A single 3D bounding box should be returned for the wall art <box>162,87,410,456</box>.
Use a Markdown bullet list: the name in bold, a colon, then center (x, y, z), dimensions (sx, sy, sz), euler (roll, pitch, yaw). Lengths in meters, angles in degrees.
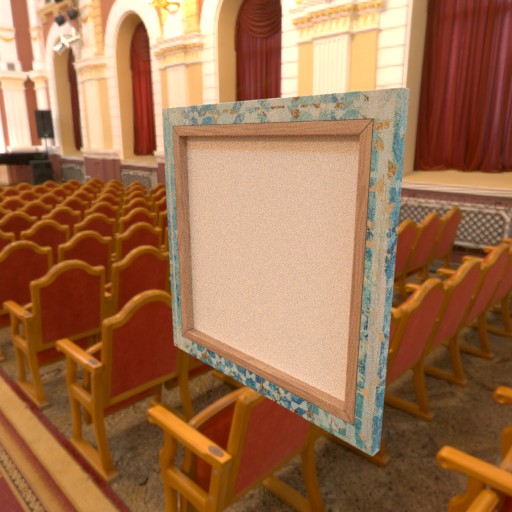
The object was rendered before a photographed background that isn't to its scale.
- **wall art**: center (0.000, 0.000, 1.381), dimensions (0.040, 0.916, 0.916), euler (-14, 20, -43)
